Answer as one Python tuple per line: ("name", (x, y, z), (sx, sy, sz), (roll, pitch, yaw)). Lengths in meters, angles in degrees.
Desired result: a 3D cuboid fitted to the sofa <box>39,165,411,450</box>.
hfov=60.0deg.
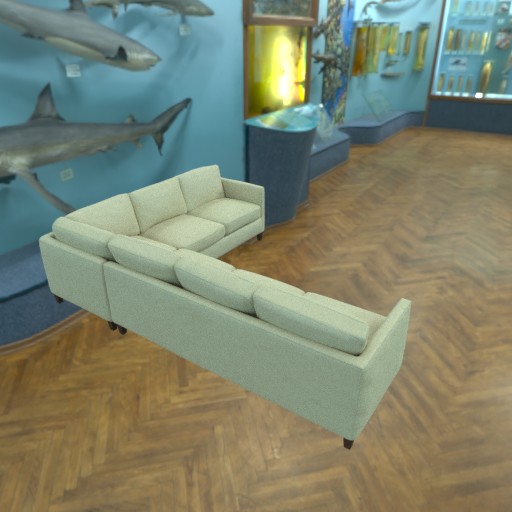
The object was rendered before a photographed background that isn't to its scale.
("sofa", (0.000, 0.000, 4.411), (3.302, 0.947, 2.593), (17, 31, 30))
